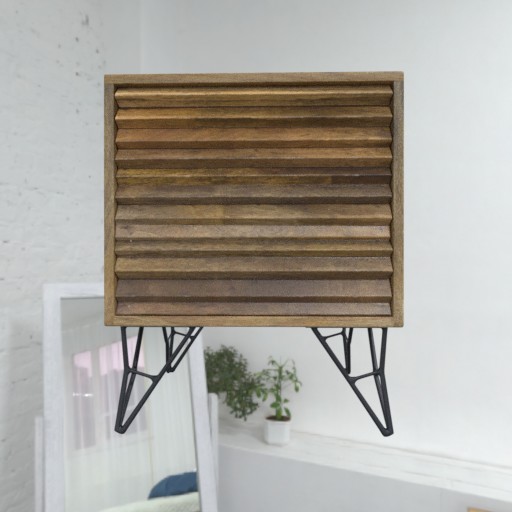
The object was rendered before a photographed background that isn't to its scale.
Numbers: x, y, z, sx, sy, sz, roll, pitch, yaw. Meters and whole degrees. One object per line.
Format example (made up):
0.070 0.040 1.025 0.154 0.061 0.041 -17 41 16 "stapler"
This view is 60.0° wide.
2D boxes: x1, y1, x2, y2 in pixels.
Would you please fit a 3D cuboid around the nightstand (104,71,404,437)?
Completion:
0.000 0.000 0.873 0.457 0.559 0.406 0 0 1 "nightstand"
